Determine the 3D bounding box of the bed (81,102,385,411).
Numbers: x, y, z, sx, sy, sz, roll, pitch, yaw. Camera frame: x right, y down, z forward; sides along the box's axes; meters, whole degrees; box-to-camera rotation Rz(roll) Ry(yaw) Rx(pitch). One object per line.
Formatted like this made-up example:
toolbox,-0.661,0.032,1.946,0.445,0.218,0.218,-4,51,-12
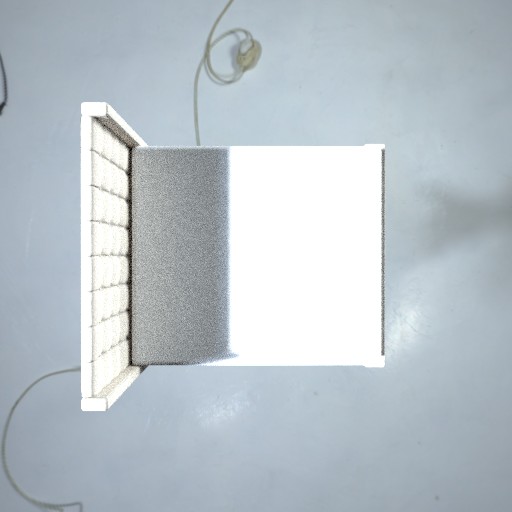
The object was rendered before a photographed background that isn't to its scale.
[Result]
bed,0.000,0.000,3.793,2.370,1.743,2.045,0,90,-1
